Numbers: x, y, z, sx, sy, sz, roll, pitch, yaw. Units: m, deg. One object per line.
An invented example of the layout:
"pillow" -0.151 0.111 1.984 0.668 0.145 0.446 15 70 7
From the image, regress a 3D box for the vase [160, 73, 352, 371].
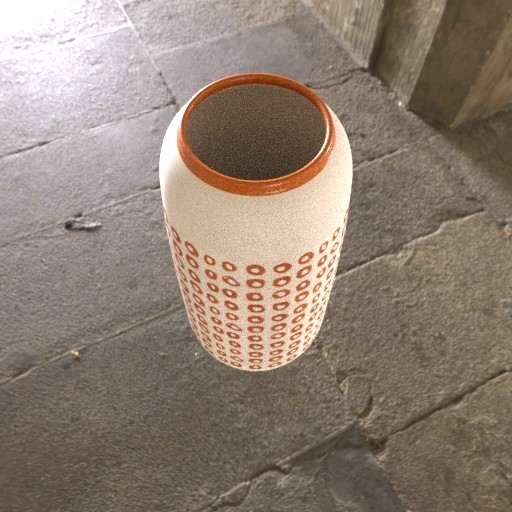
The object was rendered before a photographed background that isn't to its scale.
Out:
"vase" 0.000 0.000 0.355 0.133 0.282 0.133 0 61 0
